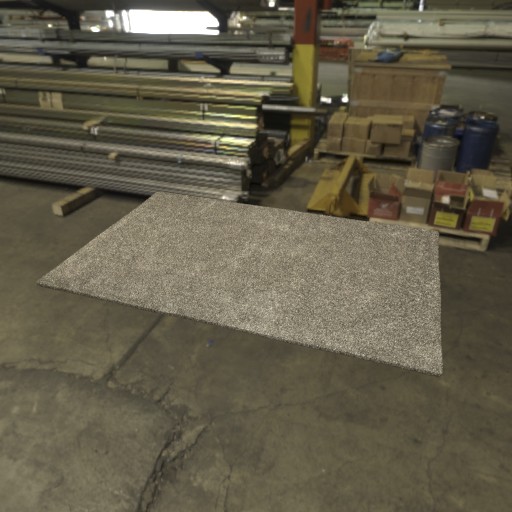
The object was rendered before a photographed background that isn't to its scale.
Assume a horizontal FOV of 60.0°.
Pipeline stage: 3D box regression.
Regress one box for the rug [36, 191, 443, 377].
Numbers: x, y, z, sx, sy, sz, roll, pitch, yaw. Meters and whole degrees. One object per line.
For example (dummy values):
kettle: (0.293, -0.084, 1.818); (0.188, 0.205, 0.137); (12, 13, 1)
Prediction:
rug: (0.000, 0.000, 2.998); (2.350, 0.025, 1.502); (10, 33, 16)
